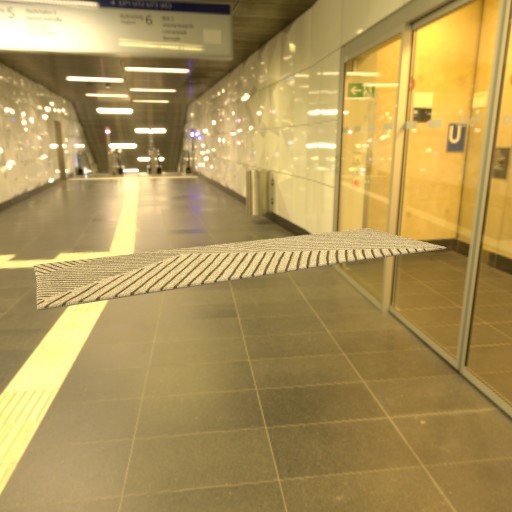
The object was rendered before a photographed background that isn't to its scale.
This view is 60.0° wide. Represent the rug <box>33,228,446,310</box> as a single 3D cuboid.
[{"bbox_3d":[0.000,0.000,2.714,2.439,0.020,0.773,-7,16,-26],"label":"rug"}]
